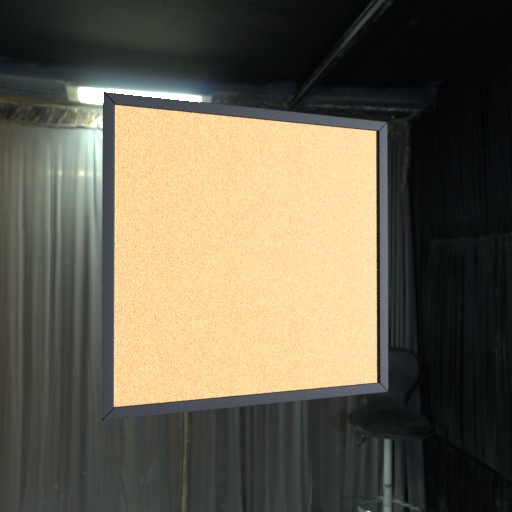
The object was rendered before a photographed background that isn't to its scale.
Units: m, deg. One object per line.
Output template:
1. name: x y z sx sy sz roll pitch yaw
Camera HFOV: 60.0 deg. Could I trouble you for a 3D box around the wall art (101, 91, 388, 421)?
1. wall art: 0.000 0.000 0.775 0.508 0.508 0.037 0 -1 -17
